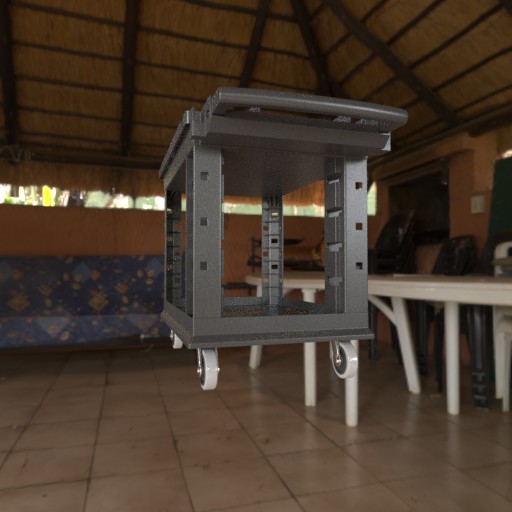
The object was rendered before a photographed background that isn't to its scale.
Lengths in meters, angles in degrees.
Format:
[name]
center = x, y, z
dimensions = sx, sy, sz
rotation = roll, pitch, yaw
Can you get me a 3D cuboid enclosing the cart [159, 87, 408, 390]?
[cart]
center = 0.000, 0.000, 1.790
dimensions = 0.674, 0.884, 1.239
rotation = 0, -2, -17
